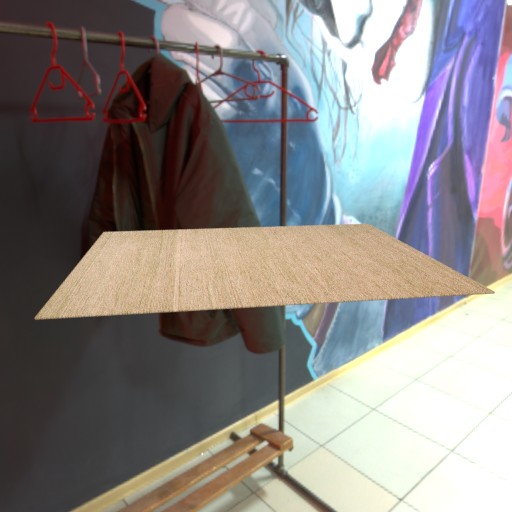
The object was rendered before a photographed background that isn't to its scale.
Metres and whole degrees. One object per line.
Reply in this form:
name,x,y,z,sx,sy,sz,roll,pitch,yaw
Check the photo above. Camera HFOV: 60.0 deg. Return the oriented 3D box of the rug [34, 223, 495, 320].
rug,0.000,0.000,4.181,3.198,0.016,2.425,-2,16,-8
